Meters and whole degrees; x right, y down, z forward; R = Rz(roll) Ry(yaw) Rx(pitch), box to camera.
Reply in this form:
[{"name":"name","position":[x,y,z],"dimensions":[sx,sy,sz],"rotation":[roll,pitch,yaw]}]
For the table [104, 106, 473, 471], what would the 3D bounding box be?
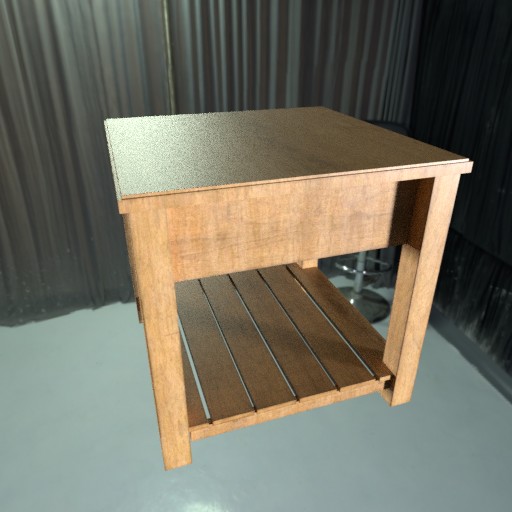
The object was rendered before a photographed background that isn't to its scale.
[{"name":"table","position":[0.000,0.000,1.100],"dimensions":[0.616,0.593,0.612],"rotation":[-9,29,-16]}]
